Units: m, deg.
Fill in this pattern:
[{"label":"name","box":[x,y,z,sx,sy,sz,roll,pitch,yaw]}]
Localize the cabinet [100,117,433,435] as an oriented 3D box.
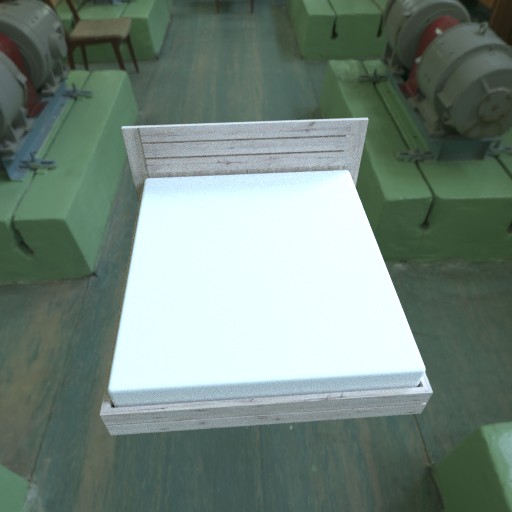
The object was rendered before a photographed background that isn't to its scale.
[{"label":"cabinet","box":[0.000,0.000,3.111,1.950,0.970,2.080,-3,45,-3]}]
